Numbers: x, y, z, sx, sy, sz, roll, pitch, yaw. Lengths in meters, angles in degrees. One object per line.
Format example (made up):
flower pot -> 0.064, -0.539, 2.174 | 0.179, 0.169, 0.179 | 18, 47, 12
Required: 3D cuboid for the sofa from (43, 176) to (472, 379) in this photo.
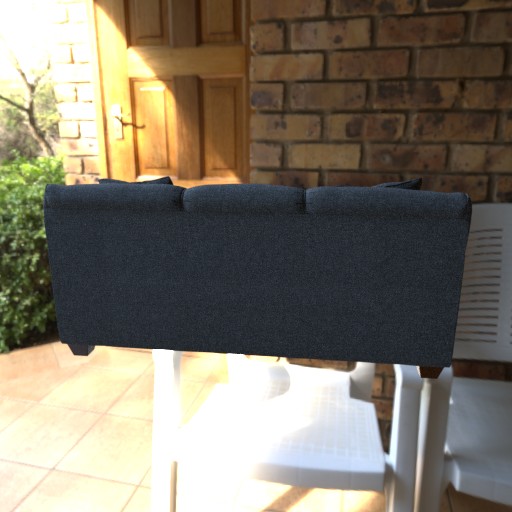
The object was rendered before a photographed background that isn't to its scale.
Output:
sofa -> 0.000, 0.000, 2.599 | 2.024, 0.958, 0.997 | 2, 15, 7
